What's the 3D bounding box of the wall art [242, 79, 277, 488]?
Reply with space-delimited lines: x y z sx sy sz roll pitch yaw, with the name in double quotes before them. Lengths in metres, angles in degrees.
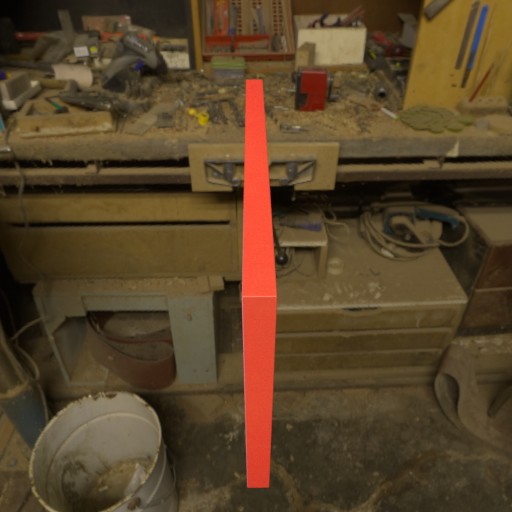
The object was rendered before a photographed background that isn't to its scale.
"wall art" 0.000 0.000 0.773 0.033 0.405 0.607 0 40 0
